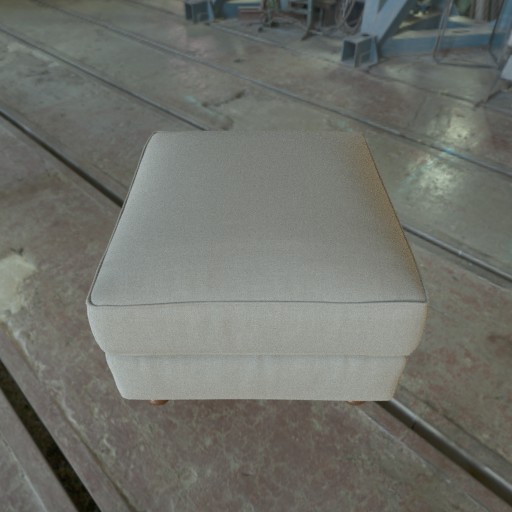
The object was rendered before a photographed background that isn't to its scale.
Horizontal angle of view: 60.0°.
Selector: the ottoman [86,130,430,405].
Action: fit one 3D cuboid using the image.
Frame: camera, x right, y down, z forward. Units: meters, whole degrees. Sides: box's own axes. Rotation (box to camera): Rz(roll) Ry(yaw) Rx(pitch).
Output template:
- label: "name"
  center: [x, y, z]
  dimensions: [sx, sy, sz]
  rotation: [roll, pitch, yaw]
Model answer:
- label: "ottoman"
  center: [0.000, 0.000, 1.164]
  dimensions: [0.662, 0.505, 0.716]
  rotation: [0, 41, 0]
